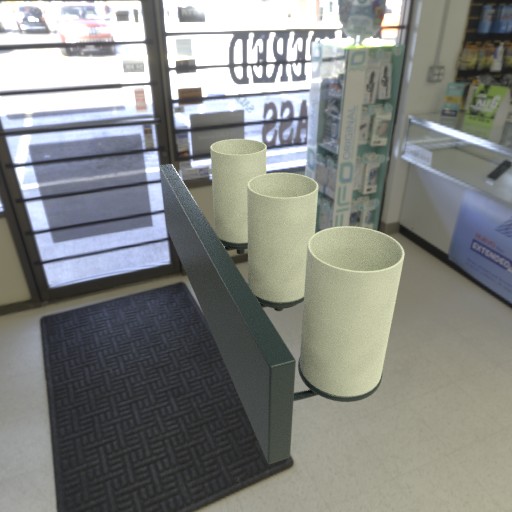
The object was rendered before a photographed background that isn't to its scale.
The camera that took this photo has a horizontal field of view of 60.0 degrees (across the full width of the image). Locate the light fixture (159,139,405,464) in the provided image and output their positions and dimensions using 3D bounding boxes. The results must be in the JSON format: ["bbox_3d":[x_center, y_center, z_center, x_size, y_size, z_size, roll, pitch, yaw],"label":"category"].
[{"bbox_3d":[0.000,0.000,0.529,0.145,0.172,0.451,-10,32,-17],"label":"light fixture"}]
